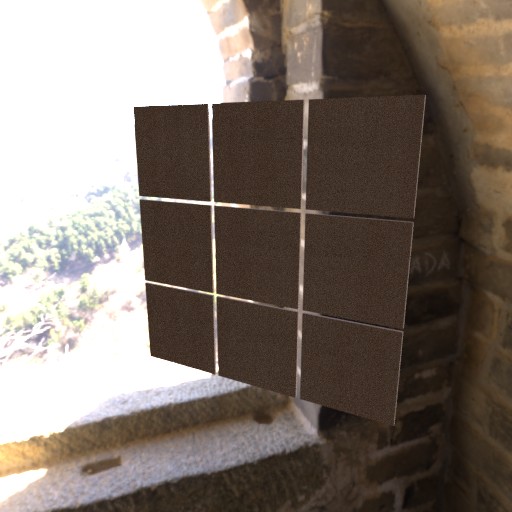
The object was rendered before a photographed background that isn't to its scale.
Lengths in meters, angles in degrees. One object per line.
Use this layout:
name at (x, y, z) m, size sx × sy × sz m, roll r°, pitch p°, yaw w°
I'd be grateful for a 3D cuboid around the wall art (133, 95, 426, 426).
wall art at (0.000, 0.000, 1.846) m, size 1.219 × 1.218 × 0.013 m, roll 8°, pitch 17°, yaw 27°
